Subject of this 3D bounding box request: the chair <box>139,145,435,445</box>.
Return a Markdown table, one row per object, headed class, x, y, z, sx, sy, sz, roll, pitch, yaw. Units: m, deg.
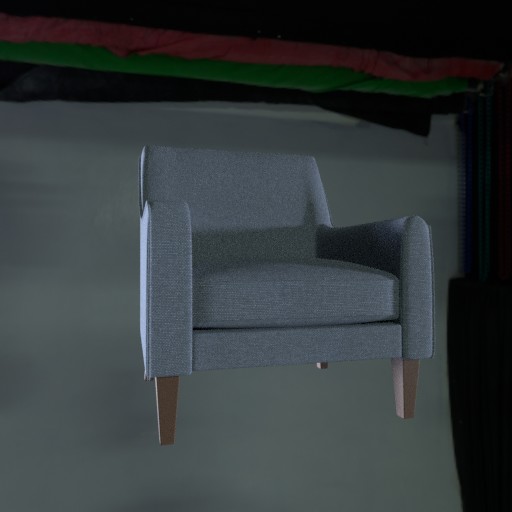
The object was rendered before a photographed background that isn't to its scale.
| class | x | y | z | sx | sy | sz | roll | pitch | yaw |
| --- | --- | --- | --- | --- | --- | --- | --- | --- | --- |
| chair | 0.000 | 0.000 | 1.535 | 0.780 | 0.919 | 0.899 | 0 | -1 | -16 |
